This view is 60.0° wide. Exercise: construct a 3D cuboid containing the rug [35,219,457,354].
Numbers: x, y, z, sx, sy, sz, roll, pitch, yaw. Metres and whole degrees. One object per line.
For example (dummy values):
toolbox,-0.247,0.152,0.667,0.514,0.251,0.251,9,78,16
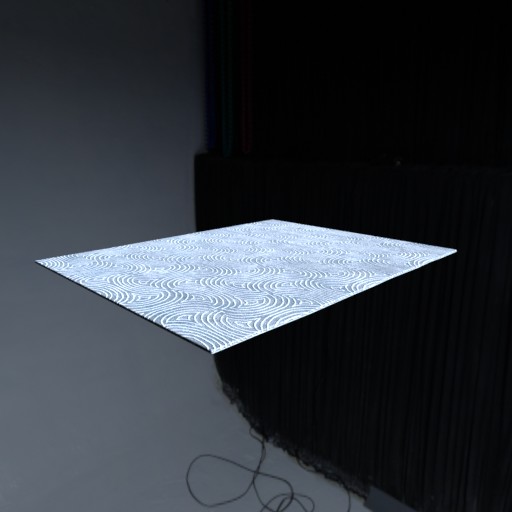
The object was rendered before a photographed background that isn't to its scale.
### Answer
rug,0.000,0.000,4.081,3.042,0.021,2.456,-14,20,-43
